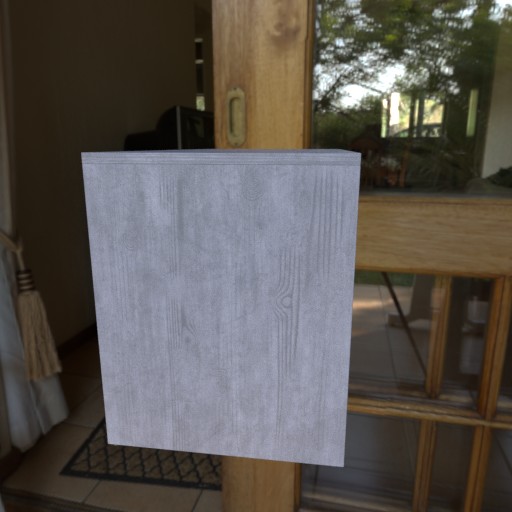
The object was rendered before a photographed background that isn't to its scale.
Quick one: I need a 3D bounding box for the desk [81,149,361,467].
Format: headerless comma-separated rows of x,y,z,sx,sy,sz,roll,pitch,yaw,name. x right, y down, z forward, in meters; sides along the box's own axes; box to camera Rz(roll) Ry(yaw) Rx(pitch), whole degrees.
0.000,0.000,1.594,0.600,0.740,1.200,2,14,8,desk
